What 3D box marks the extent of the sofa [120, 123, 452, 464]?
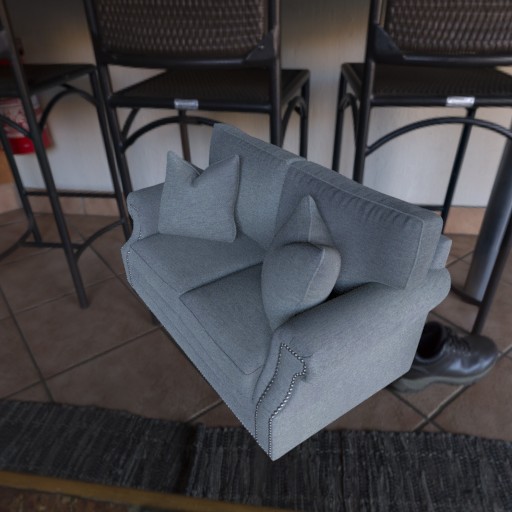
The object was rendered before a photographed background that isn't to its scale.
[{"bbox_3d":[0.000,0.000,2.311,0.966,0.966,1.701,-21,37,-29],"label":"sofa"}]
